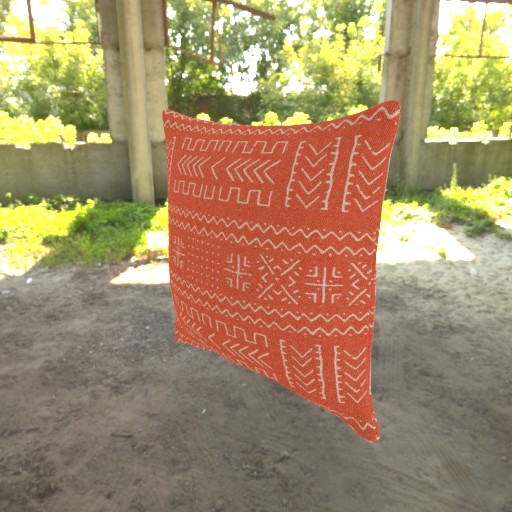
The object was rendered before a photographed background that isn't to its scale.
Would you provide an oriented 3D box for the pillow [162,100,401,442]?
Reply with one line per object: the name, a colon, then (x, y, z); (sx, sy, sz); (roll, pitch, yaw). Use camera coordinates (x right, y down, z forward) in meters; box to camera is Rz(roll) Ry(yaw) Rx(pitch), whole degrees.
pillow: (0.000, 0.000, 0.661); (0.438, 0.429, 0.164); (15, 22, 42)
